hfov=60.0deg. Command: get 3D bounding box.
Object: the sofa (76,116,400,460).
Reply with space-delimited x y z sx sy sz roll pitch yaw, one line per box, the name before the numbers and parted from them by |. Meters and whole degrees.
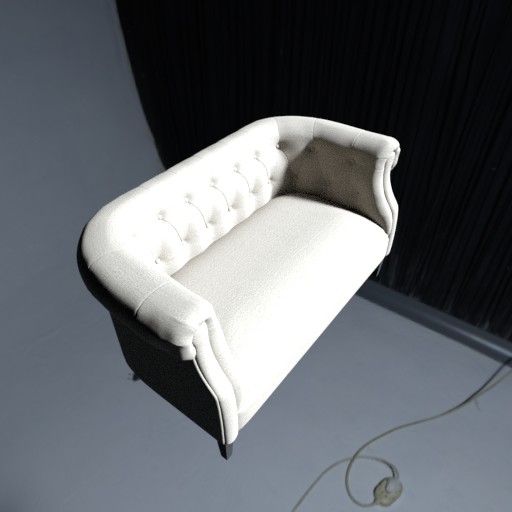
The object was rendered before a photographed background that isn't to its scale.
sofa | 0.000 0.000 2.093 0.835 0.827 1.558 27 48 27
